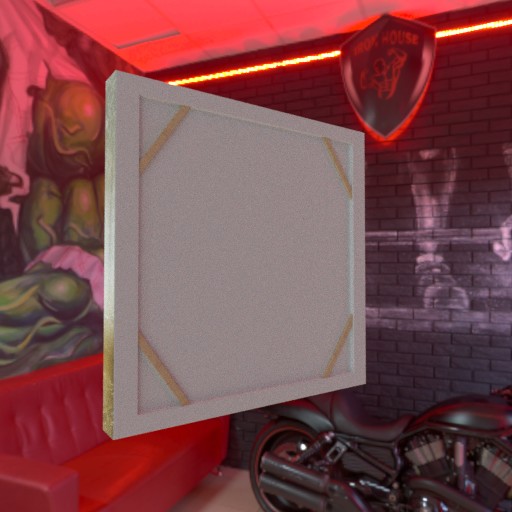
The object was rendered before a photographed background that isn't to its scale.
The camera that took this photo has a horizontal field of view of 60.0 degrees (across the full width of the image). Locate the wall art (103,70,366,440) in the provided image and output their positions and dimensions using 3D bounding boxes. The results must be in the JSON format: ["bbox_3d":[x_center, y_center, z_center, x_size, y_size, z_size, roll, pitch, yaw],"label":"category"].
[{"bbox_3d":[0.000,0.000,0.618,0.405,0.407,0.038,1,-2,-35],"label":"wall art"}]
